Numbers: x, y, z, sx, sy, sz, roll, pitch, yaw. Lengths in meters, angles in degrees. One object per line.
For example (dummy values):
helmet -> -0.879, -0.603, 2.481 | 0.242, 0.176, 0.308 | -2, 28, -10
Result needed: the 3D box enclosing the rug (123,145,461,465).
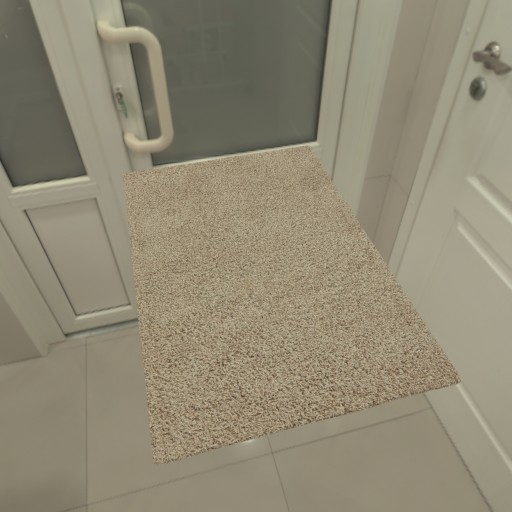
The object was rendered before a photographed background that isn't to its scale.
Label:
rug -> 0.000, 0.000, 2.248 | 1.219, 0.030, 1.778 | -11, 47, -11
